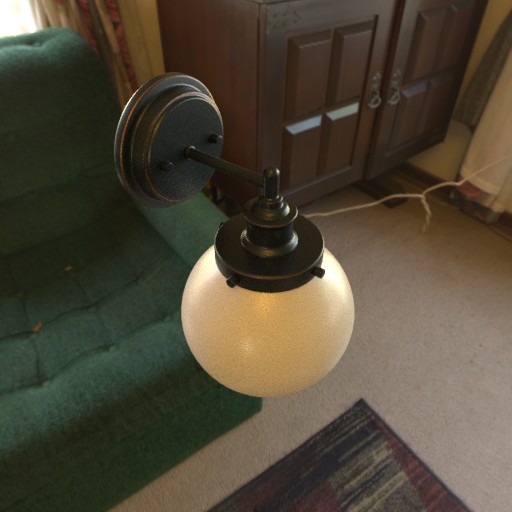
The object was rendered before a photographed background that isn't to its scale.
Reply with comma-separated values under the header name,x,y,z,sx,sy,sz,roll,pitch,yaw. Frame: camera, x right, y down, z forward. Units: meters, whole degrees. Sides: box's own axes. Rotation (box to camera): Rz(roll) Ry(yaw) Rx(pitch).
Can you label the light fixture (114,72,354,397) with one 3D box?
name,x,y,z,sx,sy,sz,roll,pitch,yaw
light fixture,0.000,0.000,0.473,0.230,0.332,0.197,26,47,27
